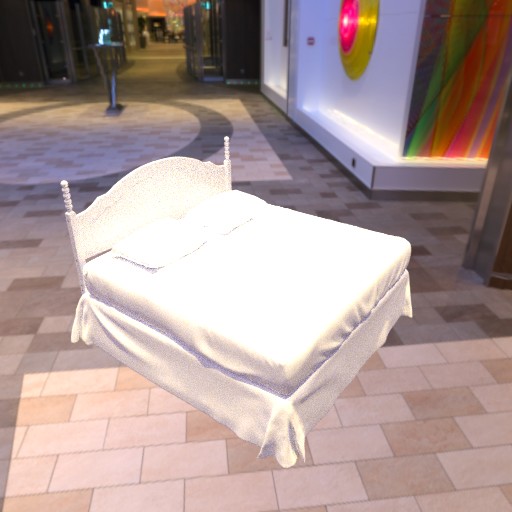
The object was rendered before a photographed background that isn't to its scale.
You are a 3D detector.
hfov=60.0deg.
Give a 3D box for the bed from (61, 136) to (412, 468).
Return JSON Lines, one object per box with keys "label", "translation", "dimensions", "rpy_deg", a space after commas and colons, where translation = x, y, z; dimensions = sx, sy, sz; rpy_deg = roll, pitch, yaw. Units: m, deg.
{"label": "bed", "translation": [0.000, 0.000, 3.668], "dimensions": [2.219, 1.355, 2.322], "rpy_deg": [19, 33, 32]}
